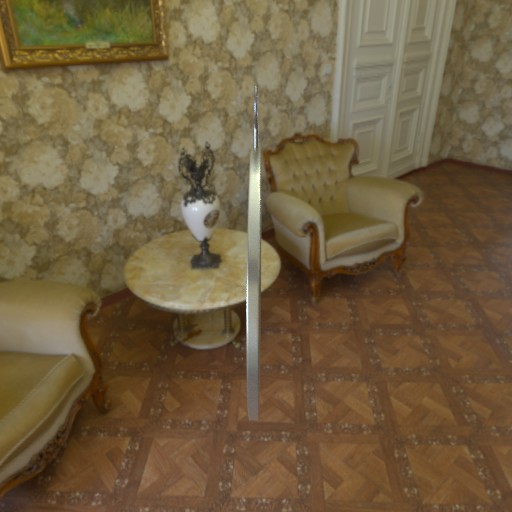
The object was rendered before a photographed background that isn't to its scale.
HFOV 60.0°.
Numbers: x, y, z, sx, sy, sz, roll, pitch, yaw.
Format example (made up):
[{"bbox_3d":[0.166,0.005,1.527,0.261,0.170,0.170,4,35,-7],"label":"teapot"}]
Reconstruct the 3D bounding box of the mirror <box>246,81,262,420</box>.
[{"bbox_3d":[0.000,0.000,0.969,0.020,0.713,0.594,0,27,1],"label":"mirror"}]
